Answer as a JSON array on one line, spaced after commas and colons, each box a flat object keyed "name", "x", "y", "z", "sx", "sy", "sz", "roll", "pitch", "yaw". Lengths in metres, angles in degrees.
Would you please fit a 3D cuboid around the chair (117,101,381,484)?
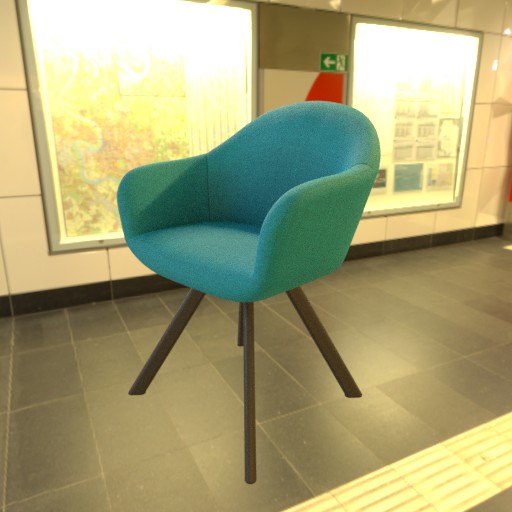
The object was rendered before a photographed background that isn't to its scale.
[{"name": "chair", "x": 0.000, "y": 0.000, "z": 1.177, "sx": 0.590, "sy": 0.795, "sz": 0.550, "roll": 15, "pitch": 22, "yaw": 42}]
